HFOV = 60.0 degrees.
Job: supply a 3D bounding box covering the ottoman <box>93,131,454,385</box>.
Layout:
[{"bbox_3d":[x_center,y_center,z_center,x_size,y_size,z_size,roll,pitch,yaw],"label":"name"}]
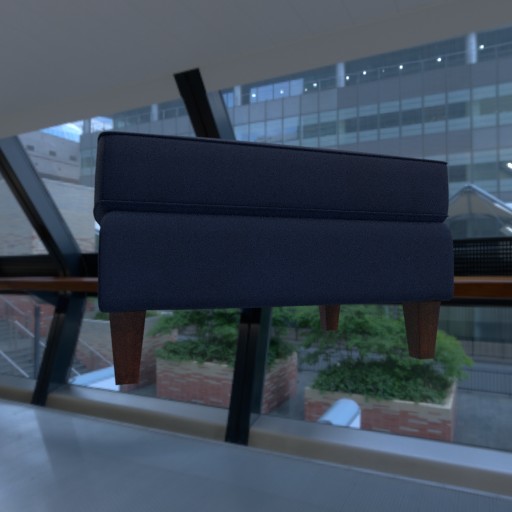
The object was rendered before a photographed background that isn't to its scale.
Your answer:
[{"bbox_3d":[0.000,0.000,1.401,0.965,0.584,0.686,0,-1,-19],"label":"ottoman"}]
